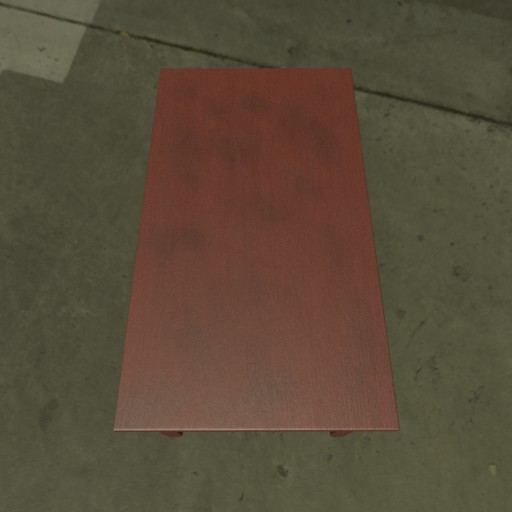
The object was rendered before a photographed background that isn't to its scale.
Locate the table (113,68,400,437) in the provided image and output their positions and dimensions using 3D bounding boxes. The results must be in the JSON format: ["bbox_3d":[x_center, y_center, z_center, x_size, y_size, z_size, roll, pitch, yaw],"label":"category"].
[{"bbox_3d":[0.000,0.000,1.230,0.533,0.456,0.943,0,64,0],"label":"table"}]
